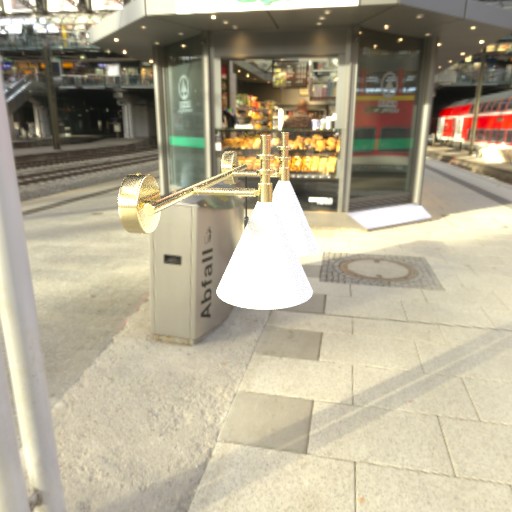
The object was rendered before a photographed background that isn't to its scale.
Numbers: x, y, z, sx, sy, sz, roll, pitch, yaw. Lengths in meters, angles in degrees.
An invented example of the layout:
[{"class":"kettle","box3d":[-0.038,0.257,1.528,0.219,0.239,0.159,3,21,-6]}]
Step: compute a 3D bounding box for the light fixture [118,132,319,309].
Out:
[{"class":"light fixture","box3d":[0.000,0.000,0.876,0.239,0.468,0.642,3,17,9]}]
